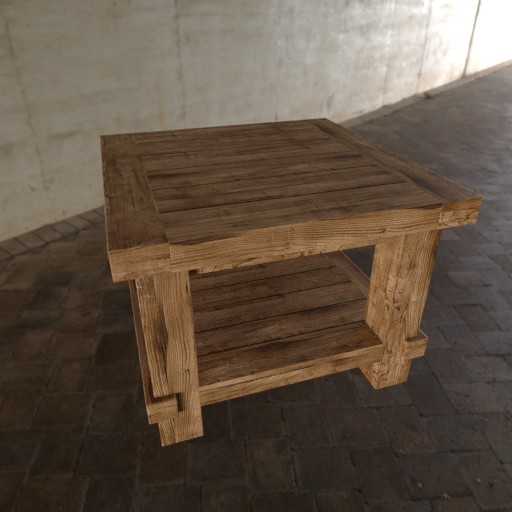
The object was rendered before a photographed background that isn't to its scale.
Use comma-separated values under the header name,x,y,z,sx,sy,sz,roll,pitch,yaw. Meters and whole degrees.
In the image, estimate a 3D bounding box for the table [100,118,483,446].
name,x,y,z,sx,sy,sz,roll,pitch,yaw
table,0.000,0.000,1.032,0.610,0.457,0.610,-9,31,-15
